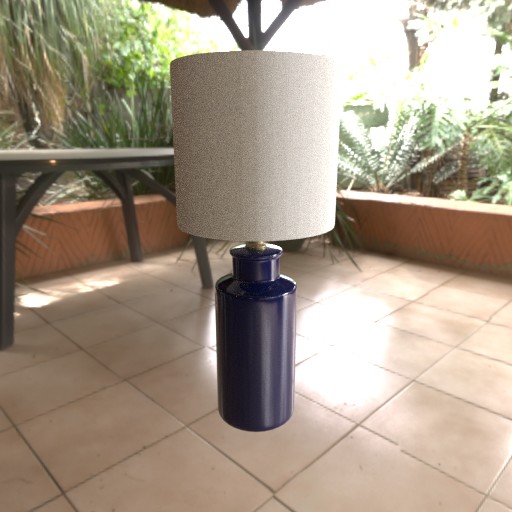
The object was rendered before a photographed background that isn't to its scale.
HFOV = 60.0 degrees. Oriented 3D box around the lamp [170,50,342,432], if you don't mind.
[{"bbox_3d":[0.000,0.000,0.618,0.212,0.493,0.212,15,21,42],"label":"lamp"}]
